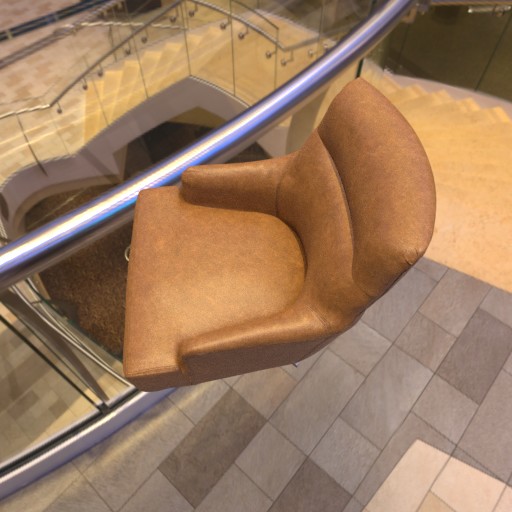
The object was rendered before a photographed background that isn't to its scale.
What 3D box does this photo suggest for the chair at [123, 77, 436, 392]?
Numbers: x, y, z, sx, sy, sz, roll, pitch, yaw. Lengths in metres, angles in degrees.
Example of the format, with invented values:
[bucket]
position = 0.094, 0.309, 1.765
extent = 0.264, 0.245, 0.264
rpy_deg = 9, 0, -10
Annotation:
[chair]
position = 0.000, 0.000, 1.456
extent = 0.874, 0.869, 0.729
rpy_deg = -4, 57, -3
